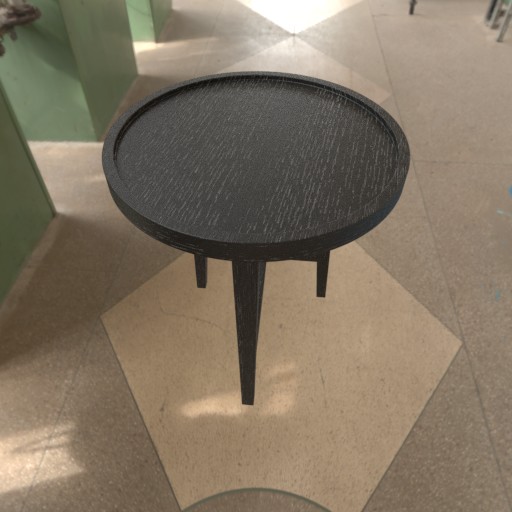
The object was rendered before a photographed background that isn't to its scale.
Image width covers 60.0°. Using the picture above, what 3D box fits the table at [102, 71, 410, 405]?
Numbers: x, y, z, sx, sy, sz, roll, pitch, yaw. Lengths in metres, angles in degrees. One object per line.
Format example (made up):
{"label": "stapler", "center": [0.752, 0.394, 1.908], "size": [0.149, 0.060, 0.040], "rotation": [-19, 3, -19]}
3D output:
{"label": "table", "center": [0.000, 0.000, 0.755], "size": [0.399, 0.460, 0.399], "rotation": [0, 47, 0]}
